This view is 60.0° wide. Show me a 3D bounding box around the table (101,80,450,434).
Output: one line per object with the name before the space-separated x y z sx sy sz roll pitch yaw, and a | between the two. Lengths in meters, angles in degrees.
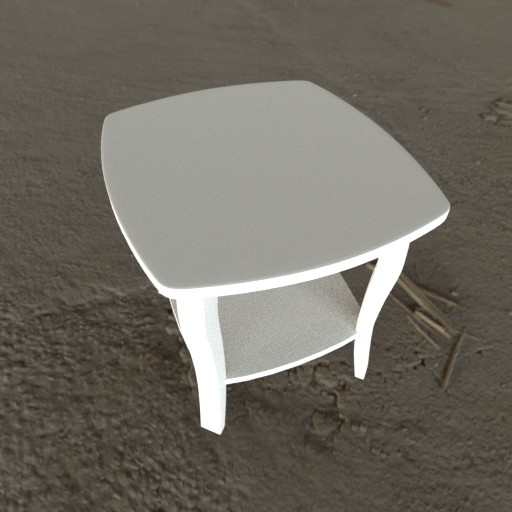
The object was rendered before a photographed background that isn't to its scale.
table | 0.000 0.000 0.833 0.451 0.438 0.502 -16 47 -15
